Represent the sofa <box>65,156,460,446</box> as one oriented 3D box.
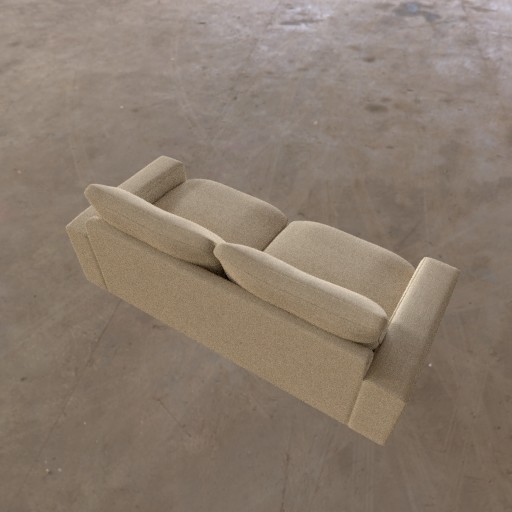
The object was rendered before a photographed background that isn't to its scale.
[{"bbox_3d":[0.000,0.000,2.844,2.299,0.922,1.040,24,51,21],"label":"sofa"}]
